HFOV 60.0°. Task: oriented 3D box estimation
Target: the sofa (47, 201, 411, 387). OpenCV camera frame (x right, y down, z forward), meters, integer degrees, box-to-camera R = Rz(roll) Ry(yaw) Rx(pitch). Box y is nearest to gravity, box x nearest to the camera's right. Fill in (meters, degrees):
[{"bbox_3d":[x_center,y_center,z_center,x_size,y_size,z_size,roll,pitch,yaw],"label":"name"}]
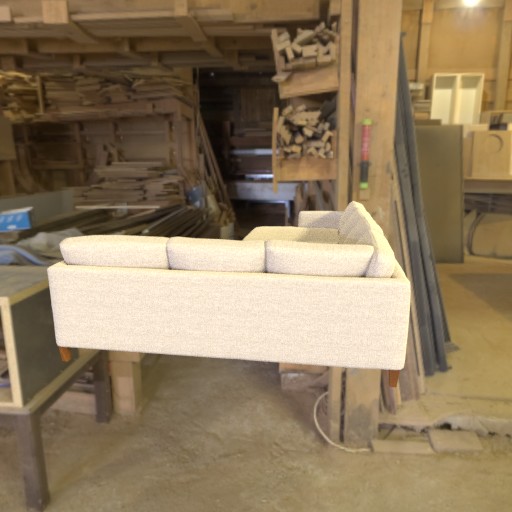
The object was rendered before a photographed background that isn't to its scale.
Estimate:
[{"bbox_3d":[0.000,0.000,4.726,2.594,0.961,3.460,2,13,9],"label":"sofa"}]
